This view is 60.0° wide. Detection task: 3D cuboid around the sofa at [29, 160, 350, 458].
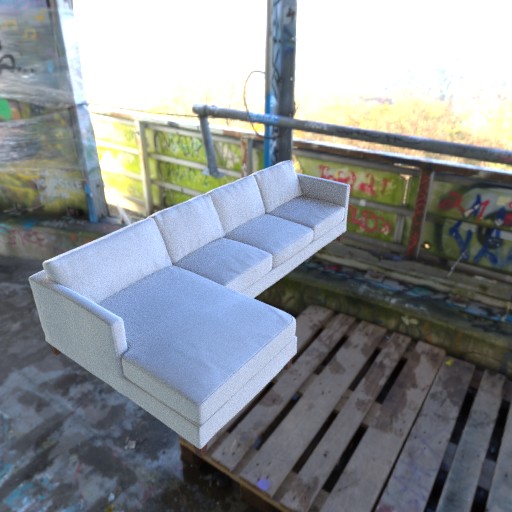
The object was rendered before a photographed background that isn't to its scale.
[{"bbox_3d":[0.000,0.000,3.900,1.625,0.861,3.186,19,34,32],"label":"sofa"}]
